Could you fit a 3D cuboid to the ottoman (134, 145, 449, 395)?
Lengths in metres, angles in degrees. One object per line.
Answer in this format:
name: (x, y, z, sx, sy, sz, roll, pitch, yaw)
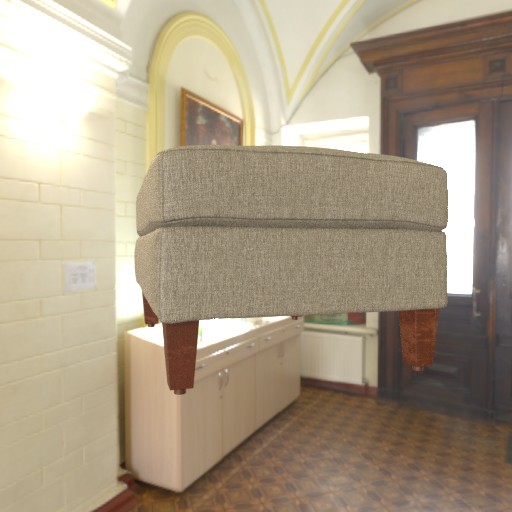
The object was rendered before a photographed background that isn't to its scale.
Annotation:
ottoman: (0.000, 0.000, 1.250, 0.639, 0.494, 0.873, 0, 1, -17)
